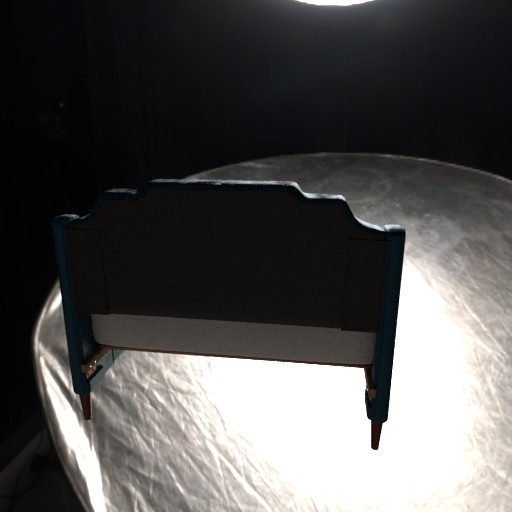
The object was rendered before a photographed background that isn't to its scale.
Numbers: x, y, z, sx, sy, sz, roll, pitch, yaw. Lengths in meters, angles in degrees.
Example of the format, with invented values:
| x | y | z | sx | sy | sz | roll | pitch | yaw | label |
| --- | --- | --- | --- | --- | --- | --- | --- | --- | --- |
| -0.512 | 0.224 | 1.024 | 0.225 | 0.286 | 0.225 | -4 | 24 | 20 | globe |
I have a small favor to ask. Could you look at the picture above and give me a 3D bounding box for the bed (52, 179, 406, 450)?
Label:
| x | y | z | sx | sy | sz | roll | pitch | yaw | label |
| --- | --- | --- | --- | --- | --- | --- | --- | --- | --- |
| 0.000 | 0.000 | 3.259 | 1.678 | 1.338 | 2.322 | 2 | 16 | 8 | bed |
